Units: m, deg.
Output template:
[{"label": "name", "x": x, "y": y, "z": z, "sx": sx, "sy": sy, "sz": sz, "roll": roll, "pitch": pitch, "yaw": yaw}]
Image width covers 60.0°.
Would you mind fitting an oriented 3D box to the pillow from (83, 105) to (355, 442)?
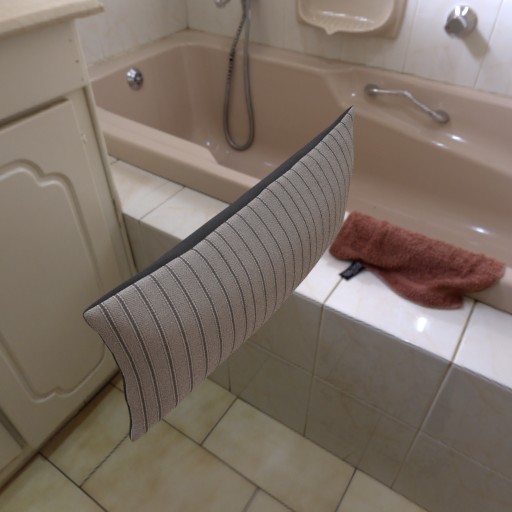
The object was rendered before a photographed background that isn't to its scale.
[{"label": "pillow", "x": 0.000, "y": 0.000, "z": 0.732, "sx": 0.151, "sy": 0.305, "sz": 0.609, "roll": 26, "pitch": 48, "yaw": 26}]
